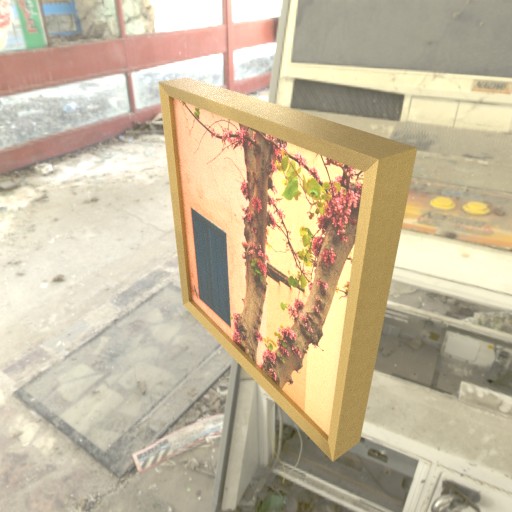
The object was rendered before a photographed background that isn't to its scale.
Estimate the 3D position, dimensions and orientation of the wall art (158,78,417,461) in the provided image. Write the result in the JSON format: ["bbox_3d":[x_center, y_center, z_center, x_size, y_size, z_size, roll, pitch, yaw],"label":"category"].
[{"bbox_3d":[0.000,0.000,0.464,0.038,0.305,0.304,-21,38,-30],"label":"wall art"}]
